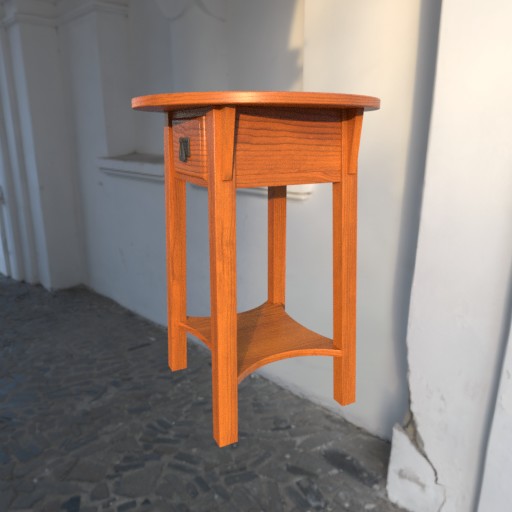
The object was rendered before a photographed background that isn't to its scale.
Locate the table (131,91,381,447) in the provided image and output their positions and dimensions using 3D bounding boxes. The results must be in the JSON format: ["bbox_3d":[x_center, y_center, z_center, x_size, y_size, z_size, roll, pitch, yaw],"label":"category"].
[{"bbox_3d":[0.000,0.000,0.924,0.457,0.610,0.457,0,16,0],"label":"table"}]
